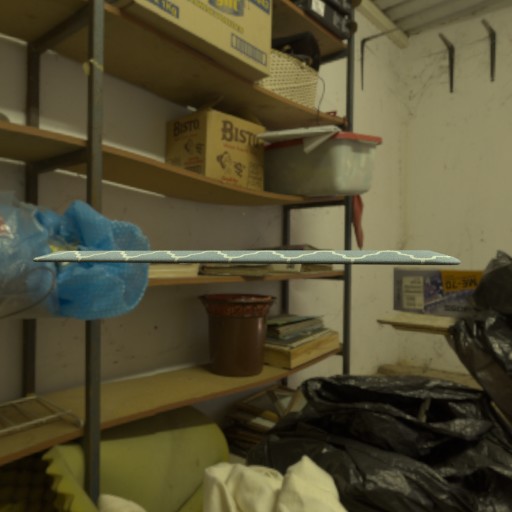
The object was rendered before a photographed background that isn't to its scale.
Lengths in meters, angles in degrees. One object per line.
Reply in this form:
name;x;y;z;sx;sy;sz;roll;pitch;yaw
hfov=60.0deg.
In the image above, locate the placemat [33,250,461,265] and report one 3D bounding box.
placemat;0.000;0.000;0.964;0.762;0.021;0.508;0;0;18
